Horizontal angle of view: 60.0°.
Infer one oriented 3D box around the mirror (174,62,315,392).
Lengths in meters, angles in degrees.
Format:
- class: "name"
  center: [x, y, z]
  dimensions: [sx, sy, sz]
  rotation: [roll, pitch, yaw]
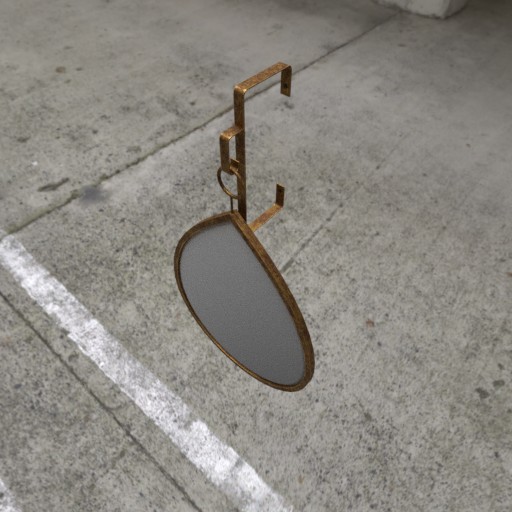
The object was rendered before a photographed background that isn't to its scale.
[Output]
- class: "mirror"
  center: [0.000, 0.000, 0.902]
  dimensions: [0.405, 0.744, 0.144]
  rotation: [33, 56, 26]
